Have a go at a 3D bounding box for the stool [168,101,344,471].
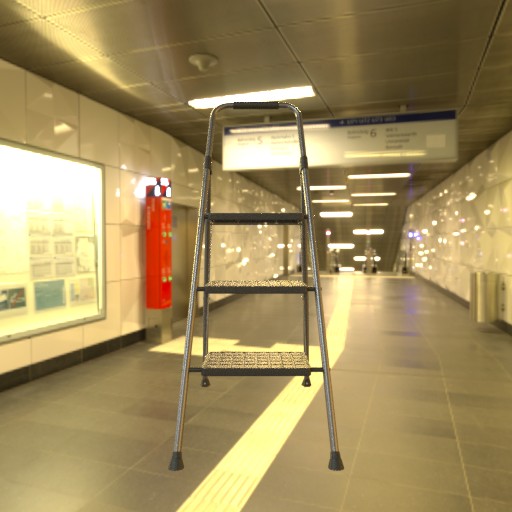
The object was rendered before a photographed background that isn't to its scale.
[{"bbox_3d":[0.000,0.000,1.526,0.473,1.121,0.733,0,2,0],"label":"stool"}]
